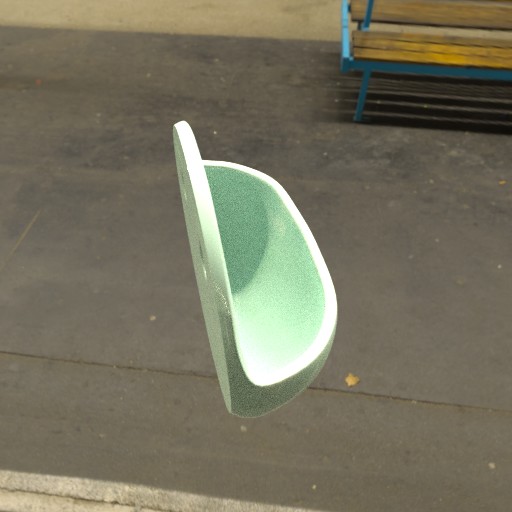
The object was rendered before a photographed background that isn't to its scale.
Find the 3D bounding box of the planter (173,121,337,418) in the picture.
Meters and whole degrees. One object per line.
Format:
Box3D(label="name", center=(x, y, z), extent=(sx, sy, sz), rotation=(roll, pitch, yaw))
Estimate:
Box3D(label="planter", center=(0.000, 0.000, 0.277), extent=(0.073, 0.164, 0.189), rotation=(-11, 47, -10))
